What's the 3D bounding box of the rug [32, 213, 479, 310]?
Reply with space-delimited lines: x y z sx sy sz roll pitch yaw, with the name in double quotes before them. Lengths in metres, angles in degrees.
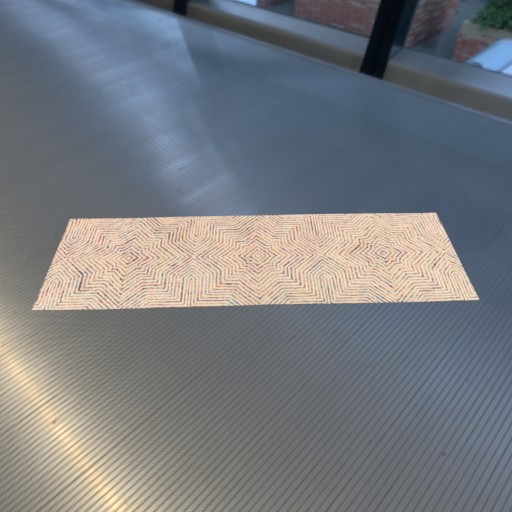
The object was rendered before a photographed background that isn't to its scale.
"rug" 0.000 0.000 2.687 2.443 0.009 0.771 -1 45 -1
